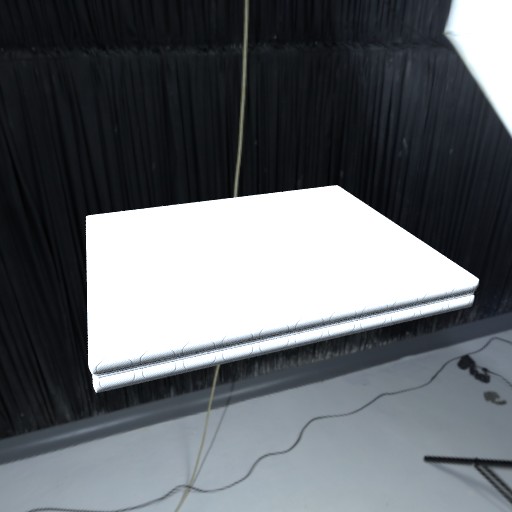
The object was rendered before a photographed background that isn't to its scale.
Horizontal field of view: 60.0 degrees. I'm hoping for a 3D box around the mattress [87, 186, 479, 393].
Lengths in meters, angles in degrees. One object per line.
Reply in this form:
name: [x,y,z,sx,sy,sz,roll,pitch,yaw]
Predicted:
mattress: [0.000,0.000,2.799,2.000,0.200,1.600,-9,30,-17]
